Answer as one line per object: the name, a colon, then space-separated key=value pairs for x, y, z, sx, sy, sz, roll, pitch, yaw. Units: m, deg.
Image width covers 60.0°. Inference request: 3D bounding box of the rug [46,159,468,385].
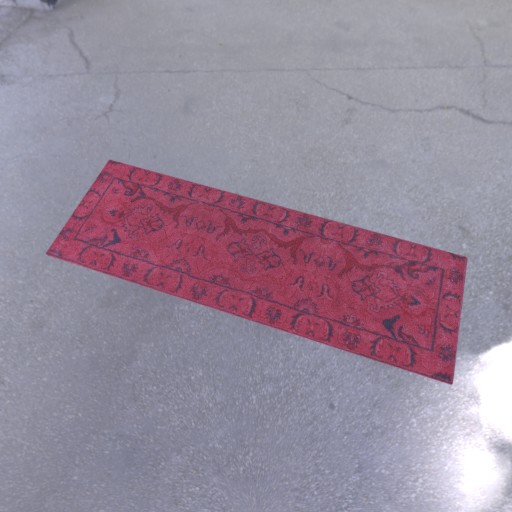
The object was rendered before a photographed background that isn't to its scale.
rug: x=0.000 y=0.000 z=2.698 sx=2.439 sy=0.018 sz=0.813 roll=16 pitch=61 yaw=9
